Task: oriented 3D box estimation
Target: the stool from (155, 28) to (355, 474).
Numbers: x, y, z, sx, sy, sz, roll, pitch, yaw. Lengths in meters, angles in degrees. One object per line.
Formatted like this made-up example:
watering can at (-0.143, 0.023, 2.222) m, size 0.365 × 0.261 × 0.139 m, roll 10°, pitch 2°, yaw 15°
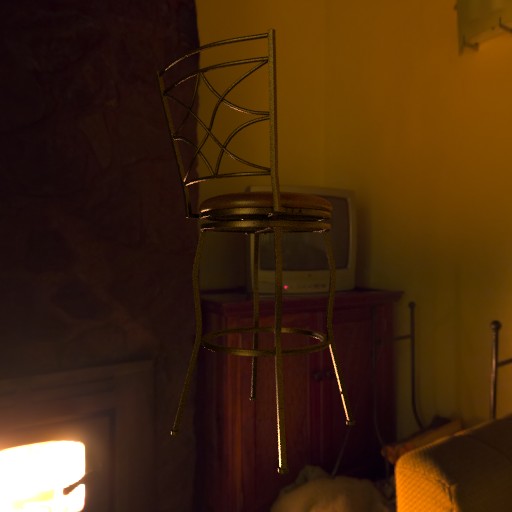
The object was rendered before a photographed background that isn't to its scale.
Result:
stool at (0.000, 0.000, 1.389) m, size 0.434 × 1.117 × 0.534 m, roll 0°, pitch 0°, yaw 37°
